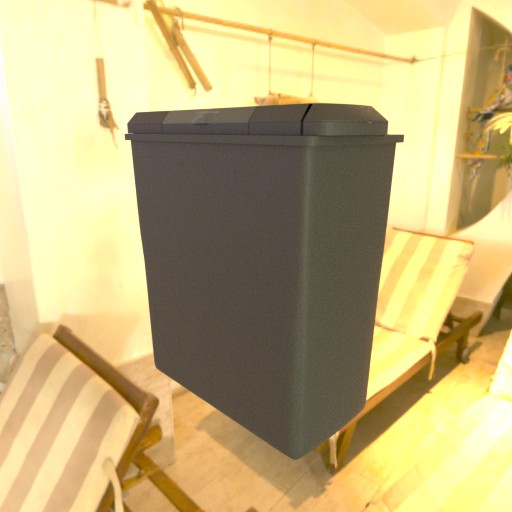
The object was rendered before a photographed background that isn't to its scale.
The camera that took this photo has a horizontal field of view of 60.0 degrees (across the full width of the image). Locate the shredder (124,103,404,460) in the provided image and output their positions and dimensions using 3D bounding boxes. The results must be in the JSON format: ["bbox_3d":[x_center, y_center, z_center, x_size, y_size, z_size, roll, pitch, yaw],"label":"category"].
[{"bbox_3d":[0.000,0.000,0.521,0.170,0.335,0.320,-15,22,-43],"label":"shredder"}]
